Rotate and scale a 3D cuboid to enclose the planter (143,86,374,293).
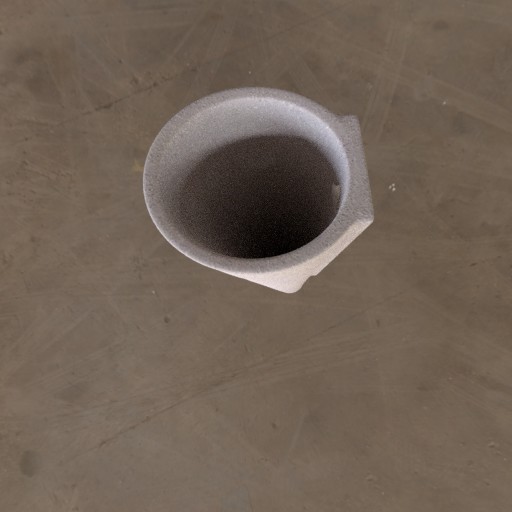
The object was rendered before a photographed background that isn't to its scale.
[{"bbox_3d":[0.000,0.000,0.295,0.087,0.259,0.078,-5,76,-1],"label":"planter"}]
